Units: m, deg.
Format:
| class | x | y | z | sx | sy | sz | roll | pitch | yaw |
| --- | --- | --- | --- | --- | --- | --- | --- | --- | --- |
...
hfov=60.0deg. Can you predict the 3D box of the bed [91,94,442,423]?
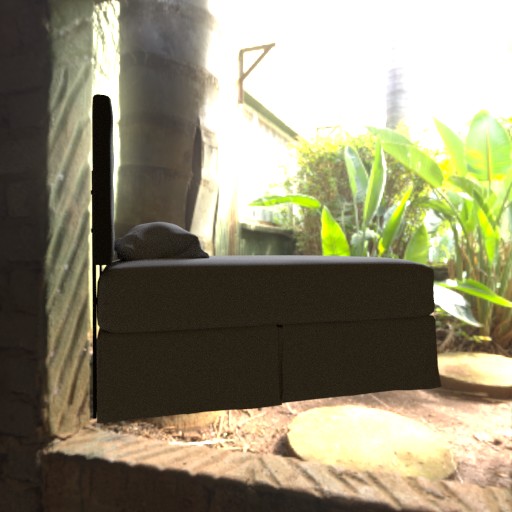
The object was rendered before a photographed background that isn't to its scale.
| class | x | y | z | sx | sy | sz | roll | pitch | yaw |
| --- | --- | --- | --- | --- | --- | --- | --- | --- | --- |
| bed | 0.000 | 0.000 | 2.930 | 1.997 | 1.571 | 1.261 | 0 | 1 | -18 |
